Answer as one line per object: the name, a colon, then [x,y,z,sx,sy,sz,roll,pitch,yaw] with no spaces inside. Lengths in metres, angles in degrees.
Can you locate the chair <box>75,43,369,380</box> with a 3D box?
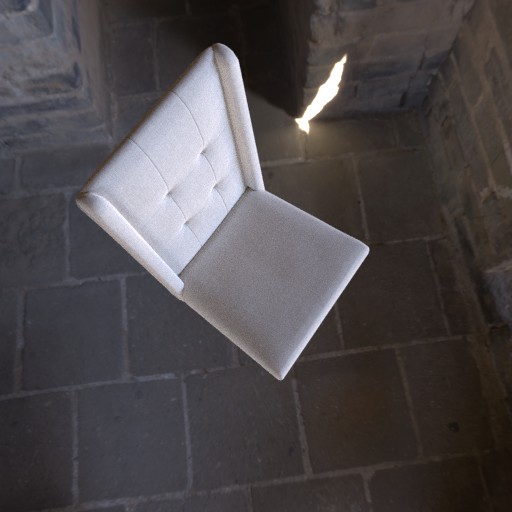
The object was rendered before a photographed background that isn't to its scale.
chair: [0.000,0.000,1.261,0.523,0.961,0.474,35,77,9]
